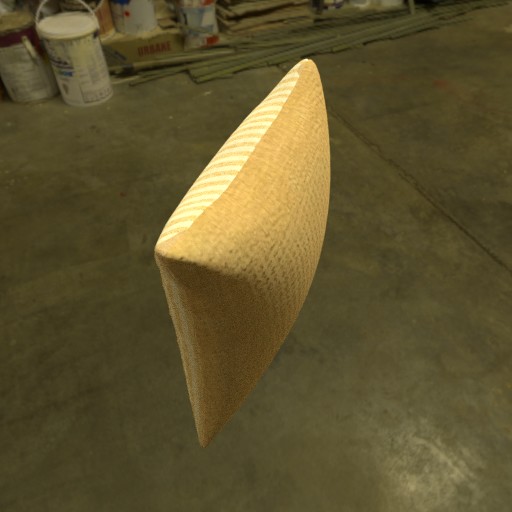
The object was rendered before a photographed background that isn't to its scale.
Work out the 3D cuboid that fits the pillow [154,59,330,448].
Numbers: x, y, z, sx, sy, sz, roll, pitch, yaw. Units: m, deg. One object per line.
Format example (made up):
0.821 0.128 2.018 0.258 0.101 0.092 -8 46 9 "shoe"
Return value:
0.000 0.000 0.635 0.173 0.407 0.419 16 49 14 "pillow"
